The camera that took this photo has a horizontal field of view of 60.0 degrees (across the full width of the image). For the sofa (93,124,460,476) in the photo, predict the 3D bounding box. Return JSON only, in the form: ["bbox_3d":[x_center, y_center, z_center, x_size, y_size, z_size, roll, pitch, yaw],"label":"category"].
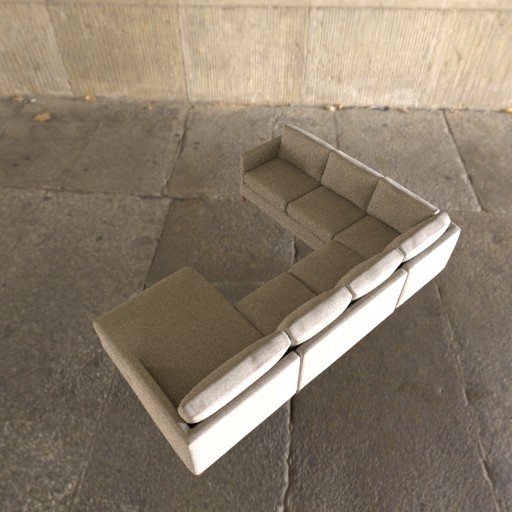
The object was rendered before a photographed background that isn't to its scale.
[{"bbox_3d":[0.000,0.000,4.663,3.460,0.959,2.593,-32,54,-27],"label":"sofa"}]
